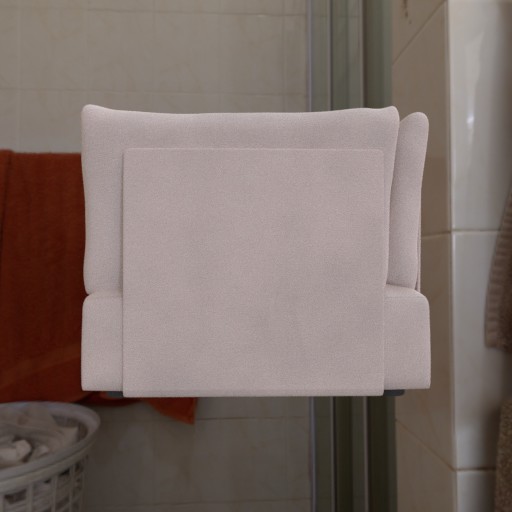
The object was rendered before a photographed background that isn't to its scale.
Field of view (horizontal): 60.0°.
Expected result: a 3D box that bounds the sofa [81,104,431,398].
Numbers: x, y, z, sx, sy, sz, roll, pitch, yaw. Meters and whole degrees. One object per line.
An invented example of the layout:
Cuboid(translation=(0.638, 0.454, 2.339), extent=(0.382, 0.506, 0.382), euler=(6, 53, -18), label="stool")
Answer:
Cuboid(translation=(0.000, 0.000, 1.687), extent=(1.000, 0.820, 1.000), euler=(0, -1, -1), label="sofa")
